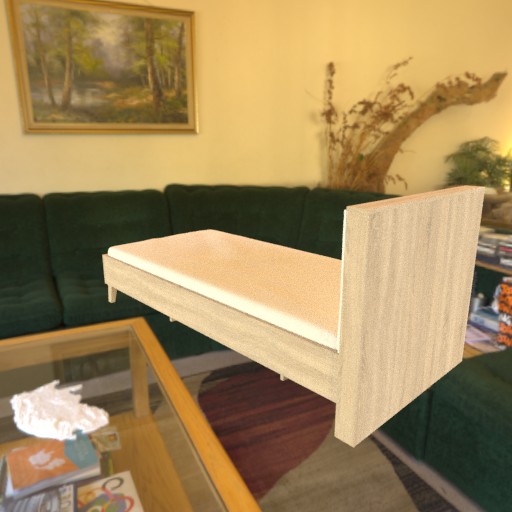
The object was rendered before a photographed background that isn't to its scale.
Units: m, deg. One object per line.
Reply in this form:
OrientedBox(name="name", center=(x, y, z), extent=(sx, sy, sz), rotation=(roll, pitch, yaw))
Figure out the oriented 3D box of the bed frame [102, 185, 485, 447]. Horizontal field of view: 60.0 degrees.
OrientedBox(name="bed frame", center=(0.000, 0.000, 2.660), extent=(0.990, 0.920, 2.140), rotation=(-14, 20, -41))
